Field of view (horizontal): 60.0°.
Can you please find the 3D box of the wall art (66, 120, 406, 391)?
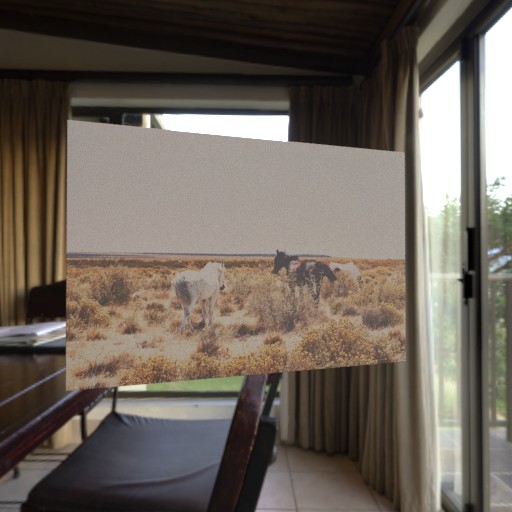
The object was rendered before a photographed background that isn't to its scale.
[{"bbox_3d":[0.000,0.000,1.931,1.520,1.016,0.051,0,-1,-19],"label":"wall art"}]
